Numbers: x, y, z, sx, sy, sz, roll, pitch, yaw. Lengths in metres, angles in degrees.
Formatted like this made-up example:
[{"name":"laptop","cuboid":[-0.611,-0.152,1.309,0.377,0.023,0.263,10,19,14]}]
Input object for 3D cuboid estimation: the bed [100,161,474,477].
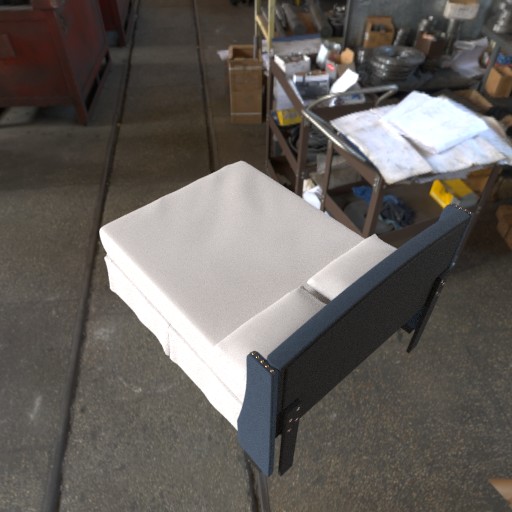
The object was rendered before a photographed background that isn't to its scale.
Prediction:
[{"name":"bed","cuboid":[0.000,0.000,3.362,1.710,1.407,2.237,-32,53,-28]}]
